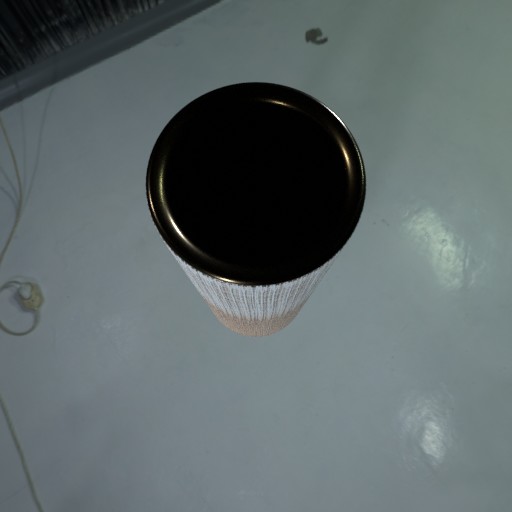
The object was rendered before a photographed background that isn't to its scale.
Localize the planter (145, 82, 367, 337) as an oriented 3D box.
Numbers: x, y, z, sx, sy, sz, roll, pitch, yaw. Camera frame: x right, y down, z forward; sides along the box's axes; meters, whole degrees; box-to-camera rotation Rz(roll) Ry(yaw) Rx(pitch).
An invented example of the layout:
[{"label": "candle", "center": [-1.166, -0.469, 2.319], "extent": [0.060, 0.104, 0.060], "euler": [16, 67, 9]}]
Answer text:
[{"label": "planter", "center": [0.000, 0.000, 0.330], "extent": [0.099, 0.278, 0.099], "euler": [-34, 78, -8]}]
